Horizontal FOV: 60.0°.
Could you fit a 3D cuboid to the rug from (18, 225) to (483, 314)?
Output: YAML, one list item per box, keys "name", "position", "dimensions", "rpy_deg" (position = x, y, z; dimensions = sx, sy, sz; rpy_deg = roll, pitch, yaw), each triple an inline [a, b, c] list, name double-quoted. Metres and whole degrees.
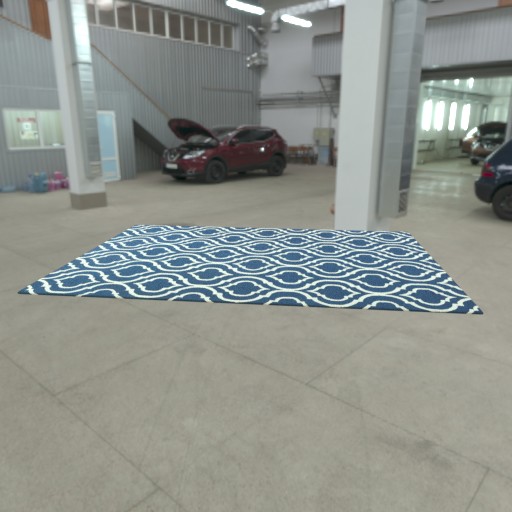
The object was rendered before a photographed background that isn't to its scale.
- name: "rug"
  position: [0.000, 0.000, 2.732]
  dimensions: [2.134, 0.010, 1.524]
  rpy_deg: [2, 16, 6]
